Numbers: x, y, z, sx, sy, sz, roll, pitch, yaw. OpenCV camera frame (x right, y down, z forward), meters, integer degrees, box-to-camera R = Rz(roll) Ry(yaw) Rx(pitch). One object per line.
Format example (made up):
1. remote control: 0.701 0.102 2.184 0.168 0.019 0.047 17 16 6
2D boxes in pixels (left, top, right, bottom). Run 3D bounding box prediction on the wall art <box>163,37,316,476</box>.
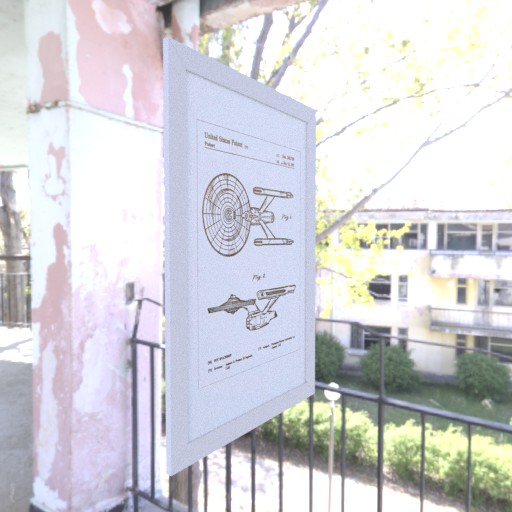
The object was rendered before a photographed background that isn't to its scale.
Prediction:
1. wall art: 0.000 0.000 0.850 0.011 0.659 0.454 1 2 36
